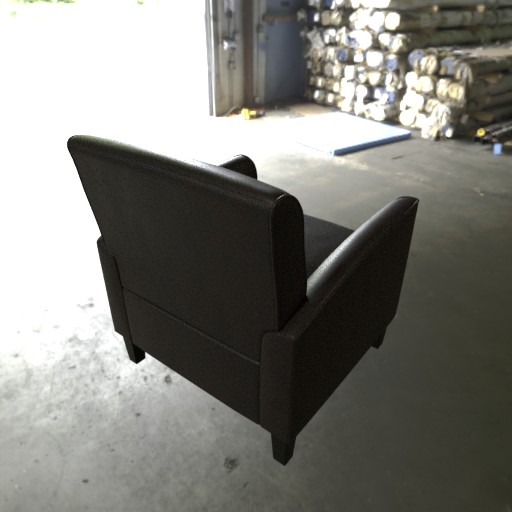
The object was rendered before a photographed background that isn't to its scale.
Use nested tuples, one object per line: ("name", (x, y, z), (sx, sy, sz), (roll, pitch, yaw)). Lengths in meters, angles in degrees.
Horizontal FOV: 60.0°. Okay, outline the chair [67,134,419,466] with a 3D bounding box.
("chair", (0.000, 0.000, 1.552), (0.820, 0.916, 0.819), (22, 37, 32))
